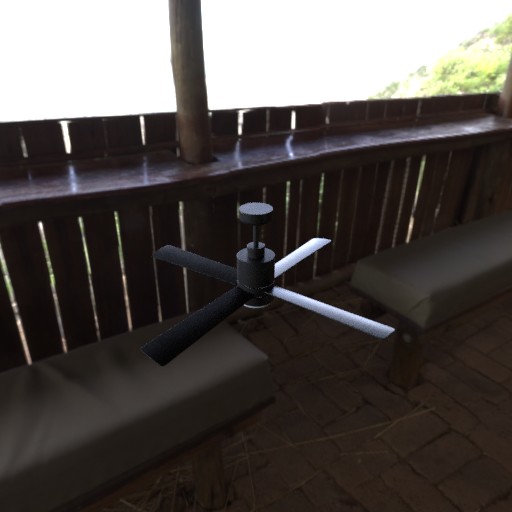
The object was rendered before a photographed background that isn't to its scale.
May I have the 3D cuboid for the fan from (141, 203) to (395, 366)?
[{"bbox_3d":[0.000,0.000,2.351,1.525,0.534,1.525,18,32,32],"label":"fan"}]
